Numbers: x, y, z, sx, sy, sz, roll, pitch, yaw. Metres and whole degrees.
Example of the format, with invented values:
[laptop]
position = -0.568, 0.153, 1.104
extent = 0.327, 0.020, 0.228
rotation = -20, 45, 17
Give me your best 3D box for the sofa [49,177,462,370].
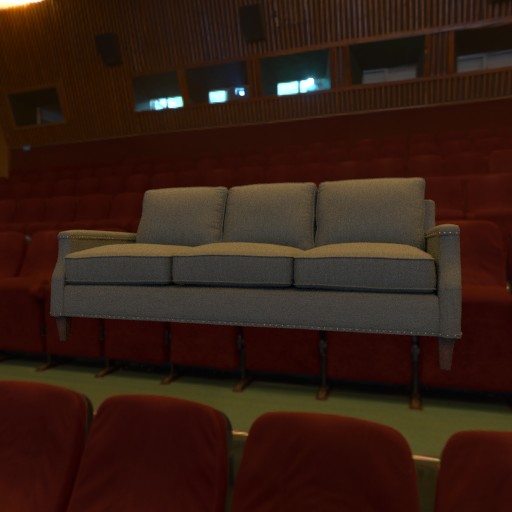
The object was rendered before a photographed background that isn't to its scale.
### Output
[sofa]
position = 0.000, 0.000, 2.778
extent = 2.246, 1.003, 1.084
rotation = 0, 1, 18
